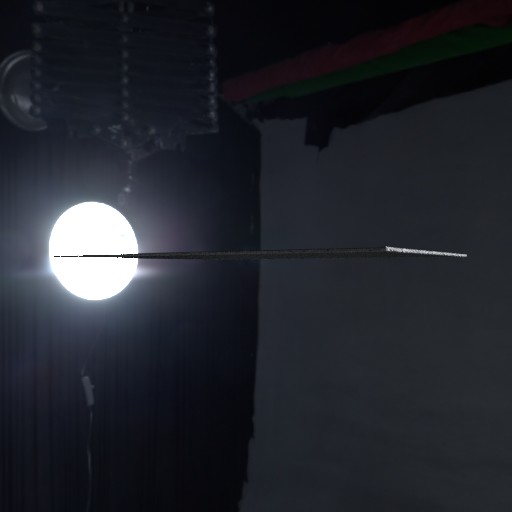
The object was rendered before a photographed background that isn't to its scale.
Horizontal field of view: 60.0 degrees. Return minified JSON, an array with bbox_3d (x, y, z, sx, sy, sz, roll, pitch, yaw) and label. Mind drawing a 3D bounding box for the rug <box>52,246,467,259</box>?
[{"bbox_3d":[0.000,0.000,2.339,1.832,0.016,1.224,-1,-1,36],"label":"rug"}]
